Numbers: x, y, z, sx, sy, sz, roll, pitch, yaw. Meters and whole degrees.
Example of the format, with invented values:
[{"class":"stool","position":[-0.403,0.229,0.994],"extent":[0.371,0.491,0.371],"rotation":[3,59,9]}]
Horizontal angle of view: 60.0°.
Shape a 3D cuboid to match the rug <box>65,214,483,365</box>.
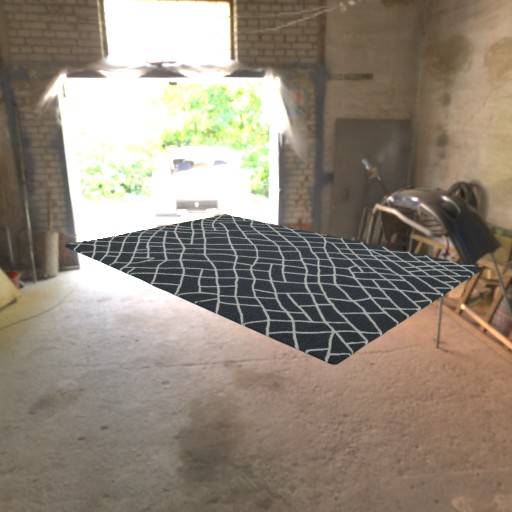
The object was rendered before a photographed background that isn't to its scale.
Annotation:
[{"class":"rug","position":[0.000,0.000,2.295],"extent":[1.830,0.013,1.223],"rotation":[16,23,42]}]
